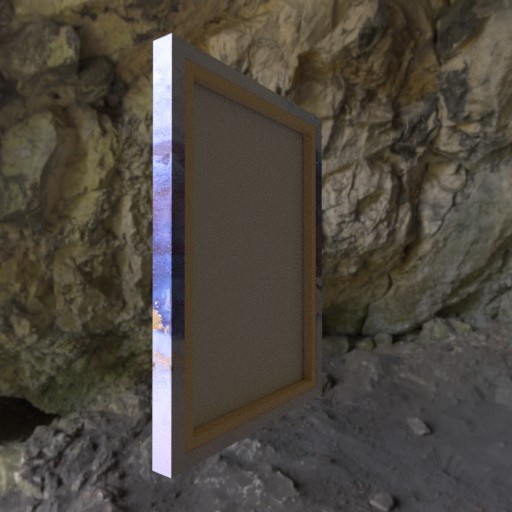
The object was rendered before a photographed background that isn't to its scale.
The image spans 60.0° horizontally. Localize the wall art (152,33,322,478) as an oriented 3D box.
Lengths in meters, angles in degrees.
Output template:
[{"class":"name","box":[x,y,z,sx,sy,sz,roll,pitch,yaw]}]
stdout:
[{"class":"wall art","box":[0.000,0.000,0.767,0.036,0.581,0.437,0,-1,35]}]
